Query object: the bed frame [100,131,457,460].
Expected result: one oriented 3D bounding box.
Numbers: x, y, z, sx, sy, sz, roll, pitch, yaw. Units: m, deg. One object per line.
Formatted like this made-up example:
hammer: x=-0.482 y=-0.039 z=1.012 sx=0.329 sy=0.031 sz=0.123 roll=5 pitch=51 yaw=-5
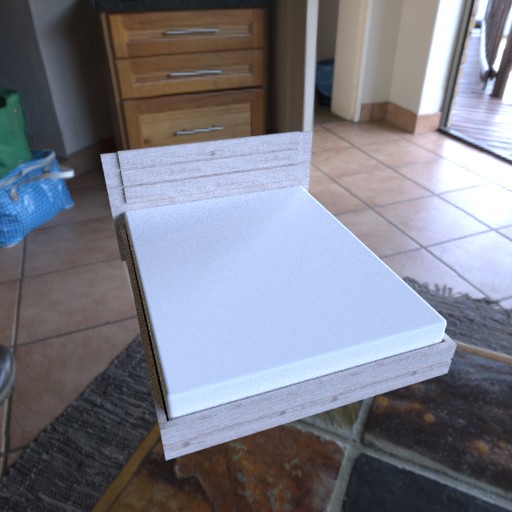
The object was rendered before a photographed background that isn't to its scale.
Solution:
bed frame: x=0.000 y=0.000 z=3.014 sx=1.750 sy=0.970 sz=2.080 roll=-11 pitch=34 yaw=-16
